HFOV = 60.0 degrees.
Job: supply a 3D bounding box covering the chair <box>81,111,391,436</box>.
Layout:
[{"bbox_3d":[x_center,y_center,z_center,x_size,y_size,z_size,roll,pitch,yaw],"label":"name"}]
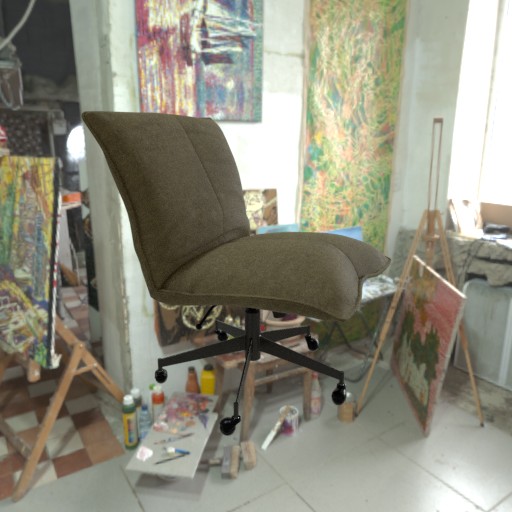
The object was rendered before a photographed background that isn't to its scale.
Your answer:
[{"bbox_3d":[0.000,0.000,1.294,0.696,0.811,0.597,7,16,26],"label":"chair"}]
